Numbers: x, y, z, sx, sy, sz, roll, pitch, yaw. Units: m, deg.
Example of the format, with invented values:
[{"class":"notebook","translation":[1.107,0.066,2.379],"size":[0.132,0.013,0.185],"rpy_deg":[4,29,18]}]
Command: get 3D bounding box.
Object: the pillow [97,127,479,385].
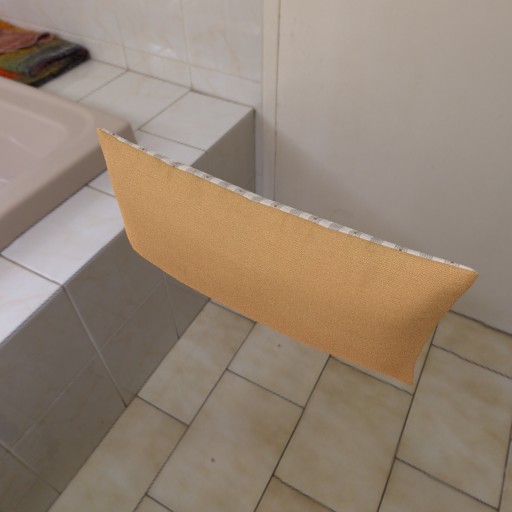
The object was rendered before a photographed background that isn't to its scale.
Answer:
[{"class":"pillow","translation":[0.000,0.000,0.728],"size":[0.608,0.291,0.151],"rpy_deg":[24,52,20]}]
